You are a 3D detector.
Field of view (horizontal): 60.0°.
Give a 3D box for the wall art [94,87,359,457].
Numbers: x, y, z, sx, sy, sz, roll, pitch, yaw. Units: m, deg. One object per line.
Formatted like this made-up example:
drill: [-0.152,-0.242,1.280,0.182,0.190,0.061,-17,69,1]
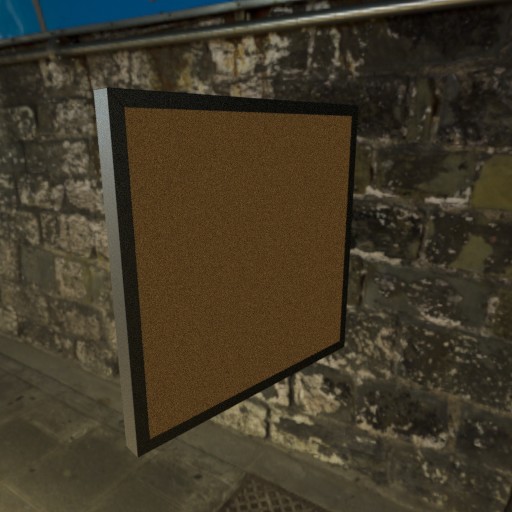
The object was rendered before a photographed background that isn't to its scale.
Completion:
wall art: [0.000,0.000,0.759,0.508,0.508,0.036,-14,21,-41]
